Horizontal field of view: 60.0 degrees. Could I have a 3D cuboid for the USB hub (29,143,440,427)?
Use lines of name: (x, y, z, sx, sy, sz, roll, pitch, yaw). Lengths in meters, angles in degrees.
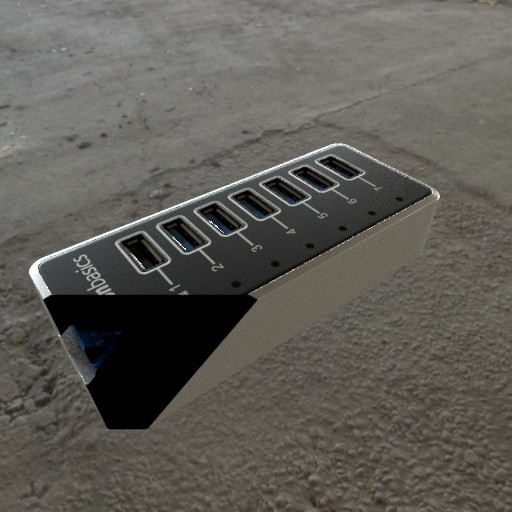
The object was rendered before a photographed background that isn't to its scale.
USB hub: (0.000, 0.000, 0.128, 0.110, 0.023, 0.044, -27, 47, -27)
